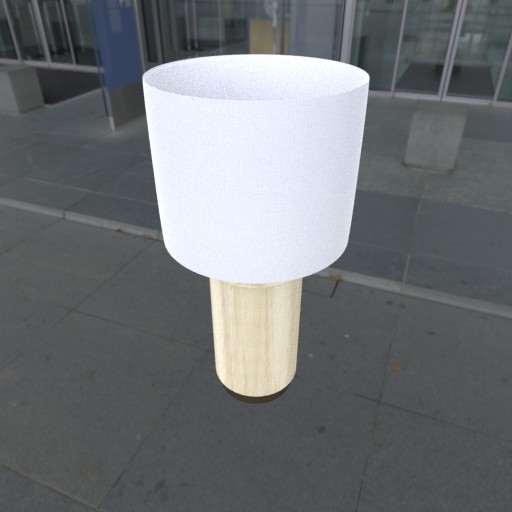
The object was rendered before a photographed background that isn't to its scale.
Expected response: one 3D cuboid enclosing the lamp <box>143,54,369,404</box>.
[{"bbox_3d":[0.000,0.000,0.572,0.228,0.444,0.228,22,39,30],"label":"lamp"}]
